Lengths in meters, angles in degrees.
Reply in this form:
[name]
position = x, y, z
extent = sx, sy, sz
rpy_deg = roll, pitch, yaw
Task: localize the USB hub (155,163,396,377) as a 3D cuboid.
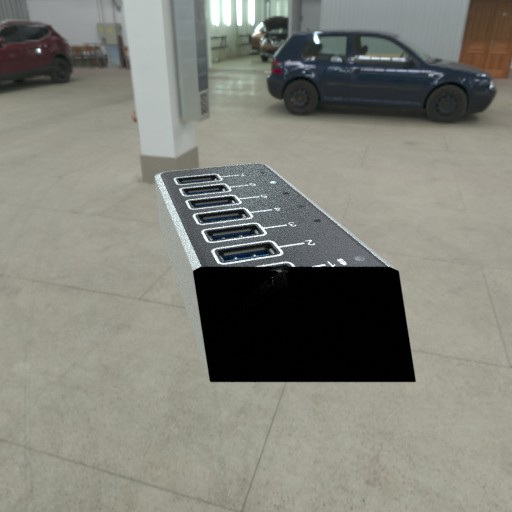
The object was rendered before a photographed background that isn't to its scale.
[USB hub]
position = 0.000, 0.000, 0.129
extent = 0.044, 0.023, 0.110
rpy_deg = -9, 29, -16
